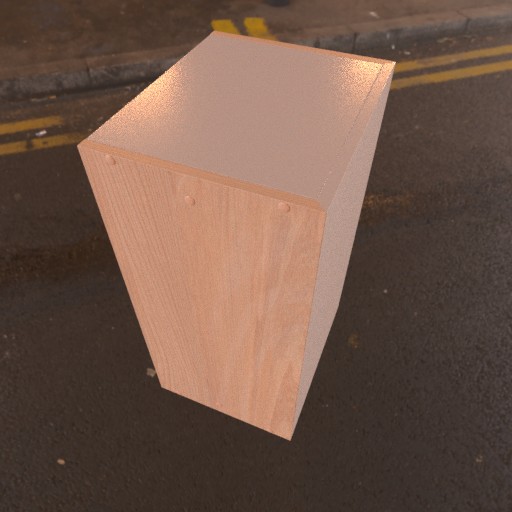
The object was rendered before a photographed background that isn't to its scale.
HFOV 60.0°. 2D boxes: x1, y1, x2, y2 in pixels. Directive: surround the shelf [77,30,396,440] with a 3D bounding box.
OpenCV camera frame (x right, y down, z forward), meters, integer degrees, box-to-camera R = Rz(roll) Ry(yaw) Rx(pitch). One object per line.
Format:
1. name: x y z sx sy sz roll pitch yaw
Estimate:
1. shelf: 0.000 0.000 0.788 0.290 0.600 0.350 17 50 15
